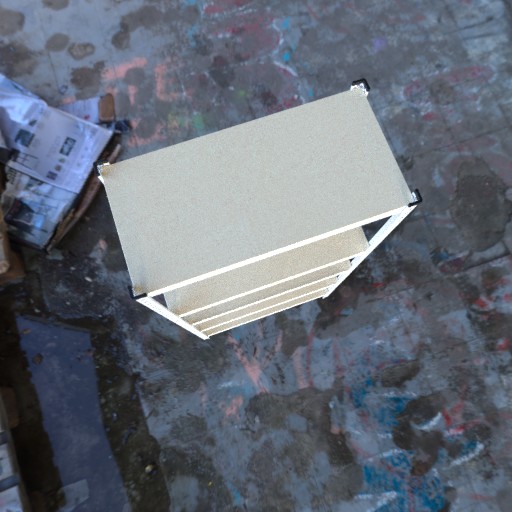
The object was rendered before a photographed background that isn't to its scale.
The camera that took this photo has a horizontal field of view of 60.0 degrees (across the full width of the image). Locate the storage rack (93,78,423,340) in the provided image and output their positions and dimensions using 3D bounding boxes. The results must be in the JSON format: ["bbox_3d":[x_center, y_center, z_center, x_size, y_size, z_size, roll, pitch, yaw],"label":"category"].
[{"bbox_3d":[0.000,0.000,2.237,0.914,1.829,0.457,-19,76,-5],"label":"storage rack"}]
